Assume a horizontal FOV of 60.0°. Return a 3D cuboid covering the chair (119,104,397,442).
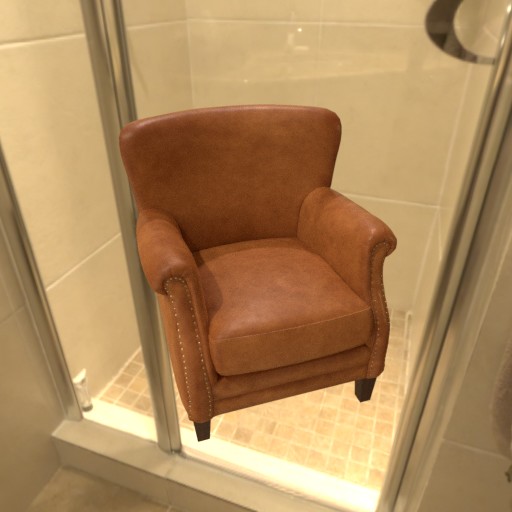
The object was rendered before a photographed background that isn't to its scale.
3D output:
[{"bbox_3d":[0.000,0.000,1.681,0.861,0.936,0.921,-9,32,-15],"label":"chair"}]
